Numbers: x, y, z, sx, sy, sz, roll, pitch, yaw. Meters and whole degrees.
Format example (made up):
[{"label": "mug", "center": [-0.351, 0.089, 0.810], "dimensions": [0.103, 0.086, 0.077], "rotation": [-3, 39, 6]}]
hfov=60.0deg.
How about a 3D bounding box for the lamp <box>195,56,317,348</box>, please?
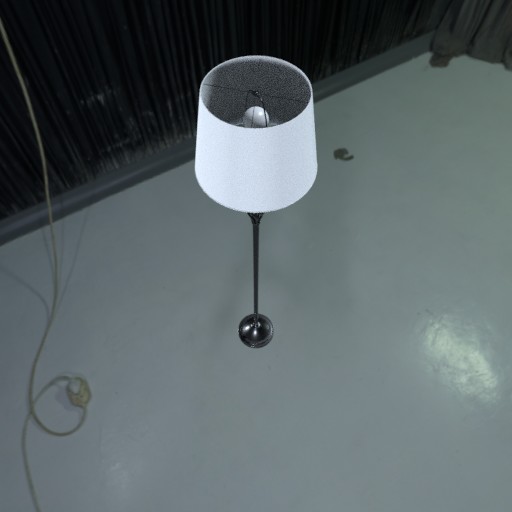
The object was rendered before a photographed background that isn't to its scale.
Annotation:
[{"label": "lamp", "center": [0.000, 0.000, 1.832], "dimensions": [0.379, 1.623, 0.379], "rotation": [0, 58, 0]}]
